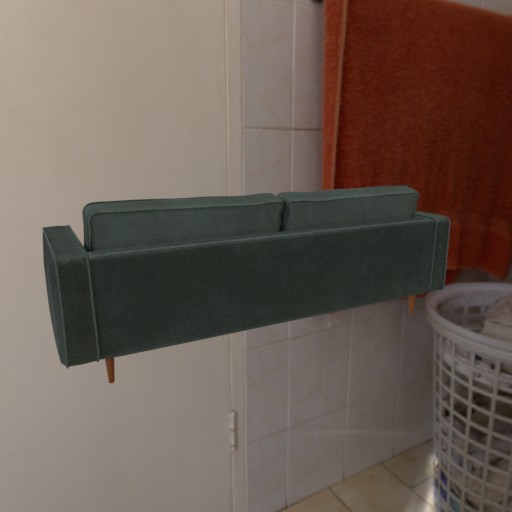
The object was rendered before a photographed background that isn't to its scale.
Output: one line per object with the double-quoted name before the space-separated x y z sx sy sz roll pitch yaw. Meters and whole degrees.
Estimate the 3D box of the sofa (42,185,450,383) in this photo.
"sofa" 0.000 0.000 2.572 2.214 0.781 0.886 -7 16 -27
